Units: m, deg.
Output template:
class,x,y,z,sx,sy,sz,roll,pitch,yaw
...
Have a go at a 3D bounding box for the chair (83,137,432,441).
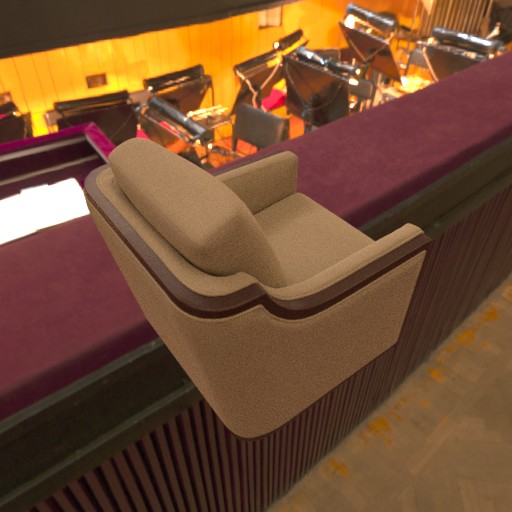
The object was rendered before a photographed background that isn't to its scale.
class,x,y,z,sx,sy,sz,roll,pitch,yaw
chair,0.000,0.000,1.667,0.950,0.930,0.870,-26,47,-27
